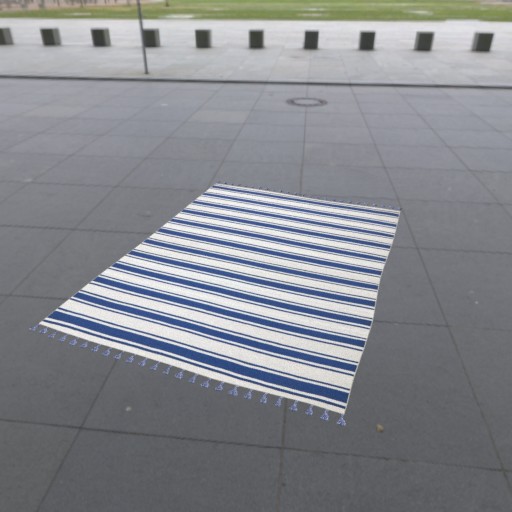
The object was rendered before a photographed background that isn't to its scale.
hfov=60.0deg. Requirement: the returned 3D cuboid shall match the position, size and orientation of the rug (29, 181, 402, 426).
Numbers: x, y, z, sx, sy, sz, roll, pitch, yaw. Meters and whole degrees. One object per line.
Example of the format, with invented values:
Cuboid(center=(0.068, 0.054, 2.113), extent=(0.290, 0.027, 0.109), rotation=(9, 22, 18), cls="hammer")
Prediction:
Cuboid(center=(0.000, 0.000, 4.398), extent=(2.471, 0.016, 3.416), rotation=(11, 33, 18), cls="rug")
